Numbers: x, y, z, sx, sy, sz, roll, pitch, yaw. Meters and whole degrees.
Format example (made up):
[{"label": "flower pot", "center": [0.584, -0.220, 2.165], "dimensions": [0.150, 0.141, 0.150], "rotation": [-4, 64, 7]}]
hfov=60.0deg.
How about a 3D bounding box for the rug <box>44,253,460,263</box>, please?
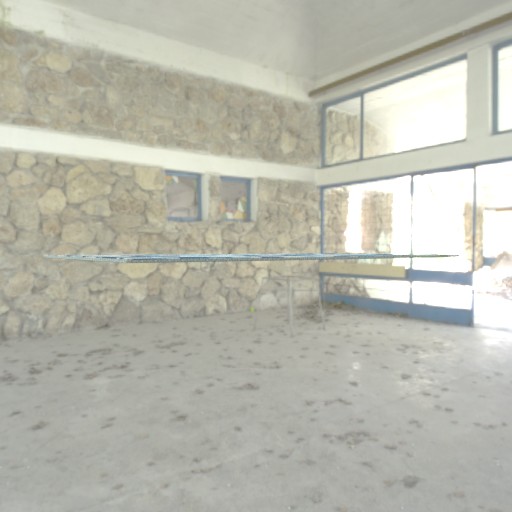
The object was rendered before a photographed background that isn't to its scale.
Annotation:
[{"label": "rug", "center": [0.000, 0.000, 2.335], "dimensions": [1.829, 0.014, 1.235], "rotation": [-1, 1, -36]}]
